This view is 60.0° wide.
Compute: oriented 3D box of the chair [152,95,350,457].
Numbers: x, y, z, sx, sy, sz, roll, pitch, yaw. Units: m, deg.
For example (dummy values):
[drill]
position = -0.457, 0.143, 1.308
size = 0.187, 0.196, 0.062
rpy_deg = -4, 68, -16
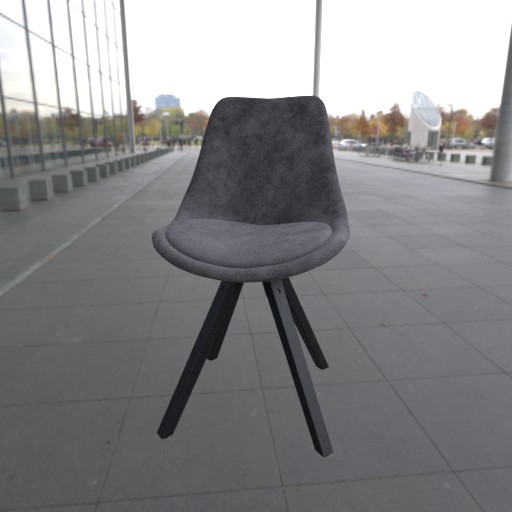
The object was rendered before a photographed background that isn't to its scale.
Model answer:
[chair]
position = 0.000, 0.000, 1.184
size = 0.485, 0.850, 0.550
rpy_deg = 2, 15, 9
